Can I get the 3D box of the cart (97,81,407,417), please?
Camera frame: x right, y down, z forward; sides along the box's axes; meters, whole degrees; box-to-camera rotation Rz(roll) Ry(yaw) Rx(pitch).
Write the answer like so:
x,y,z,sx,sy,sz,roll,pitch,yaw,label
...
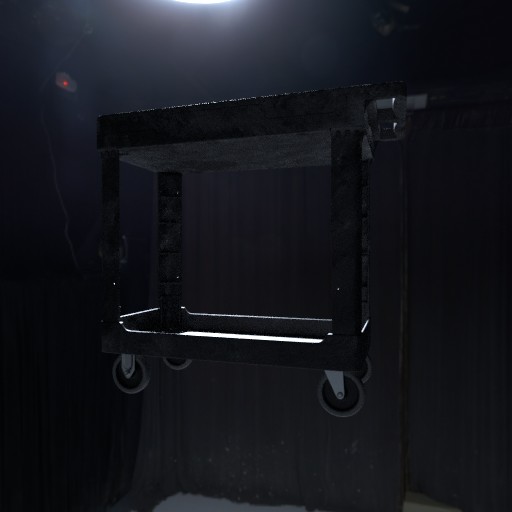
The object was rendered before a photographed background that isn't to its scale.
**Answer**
x,y,z,sx,sy,sz,roll,pitch,yaw,label
0.000,0.000,1.369,0.877,0.824,0.420,0,0,18,cart
